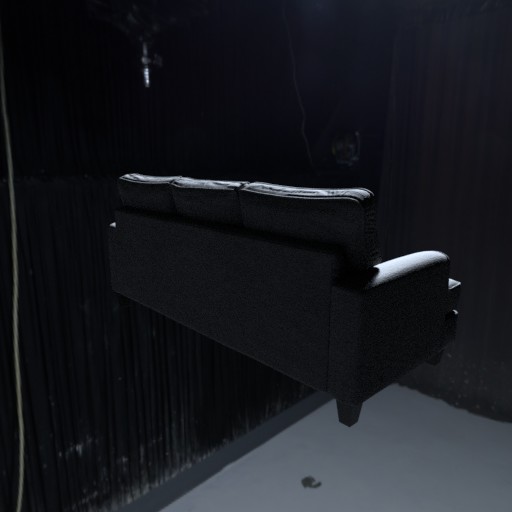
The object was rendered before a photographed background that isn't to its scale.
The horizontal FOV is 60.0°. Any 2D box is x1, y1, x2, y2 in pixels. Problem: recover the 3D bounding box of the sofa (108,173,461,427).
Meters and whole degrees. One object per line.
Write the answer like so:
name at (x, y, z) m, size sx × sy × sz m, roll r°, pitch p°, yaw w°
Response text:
sofa at (0.000, 0.000, 2.726) m, size 0.951 × 0.965 × 2.158 m, roll -12°, pitch 18°, yaw -42°
